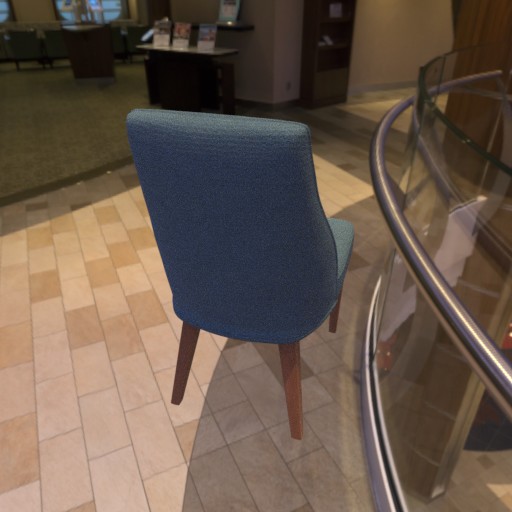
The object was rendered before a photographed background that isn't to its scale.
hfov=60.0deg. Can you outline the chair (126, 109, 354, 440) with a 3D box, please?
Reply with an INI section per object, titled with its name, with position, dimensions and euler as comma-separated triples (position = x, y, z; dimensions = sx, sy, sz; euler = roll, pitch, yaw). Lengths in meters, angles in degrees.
[chair]
position = 0.000, 0.000, 1.290
dimensions = 0.500, 0.930, 0.620
euler = 10, 32, 16
